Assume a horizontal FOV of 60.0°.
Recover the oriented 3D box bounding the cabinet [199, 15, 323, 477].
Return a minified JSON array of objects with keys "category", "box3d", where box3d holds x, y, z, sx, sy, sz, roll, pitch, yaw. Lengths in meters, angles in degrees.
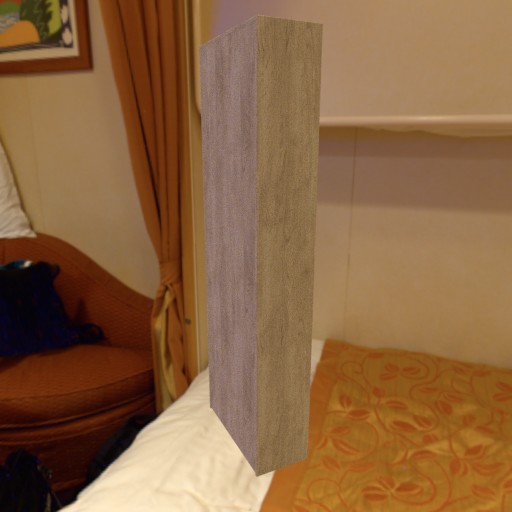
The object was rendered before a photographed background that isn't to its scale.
[{"category":"cabinet","box3d":[0.000,0.000,1.799,0.250,1.630,0.520,-7,16,-25]}]
